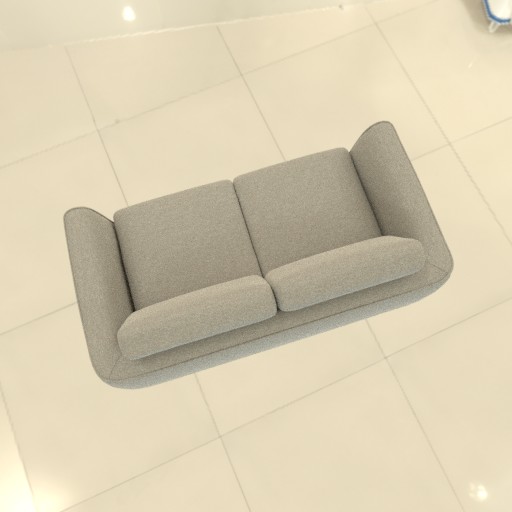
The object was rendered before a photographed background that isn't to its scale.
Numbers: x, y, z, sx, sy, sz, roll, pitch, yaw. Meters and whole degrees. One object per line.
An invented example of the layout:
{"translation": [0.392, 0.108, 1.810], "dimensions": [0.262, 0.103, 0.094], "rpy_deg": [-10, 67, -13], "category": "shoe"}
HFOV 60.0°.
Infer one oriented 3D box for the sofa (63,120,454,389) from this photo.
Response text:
{"translation": [0.000, 0.000, 2.239], "dimensions": [1.700, 0.850, 0.920], "rpy_deg": [-17, 76, -4], "category": "sofa"}
